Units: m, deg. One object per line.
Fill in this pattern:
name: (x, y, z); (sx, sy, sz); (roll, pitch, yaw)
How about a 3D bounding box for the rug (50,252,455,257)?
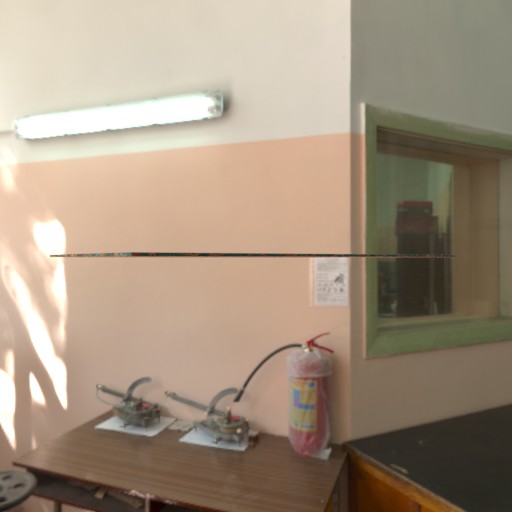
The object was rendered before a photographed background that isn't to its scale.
rug: (0.000, 0.000, 2.999); (2.290, 0.016, 1.527); (0, 0, -36)
